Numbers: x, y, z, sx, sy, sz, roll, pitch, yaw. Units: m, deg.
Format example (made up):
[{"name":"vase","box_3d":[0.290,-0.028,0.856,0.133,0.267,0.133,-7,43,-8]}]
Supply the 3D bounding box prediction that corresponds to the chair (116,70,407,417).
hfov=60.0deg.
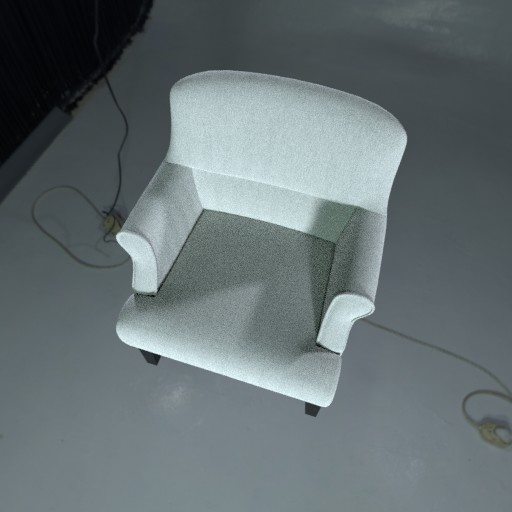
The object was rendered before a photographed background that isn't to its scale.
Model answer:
[{"name":"chair","box_3d":[0.000,0.000,1.489,0.781,0.875,0.750,15,59,9]}]
